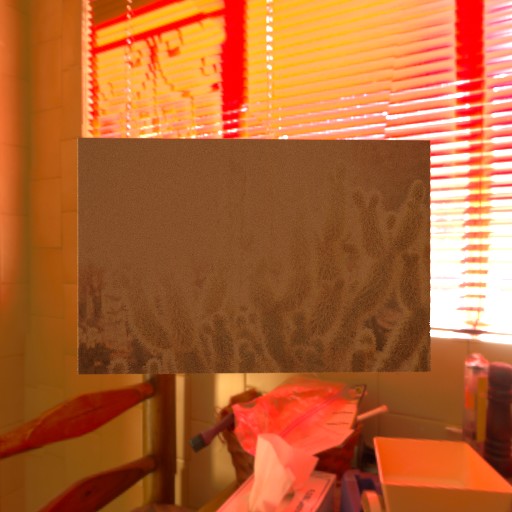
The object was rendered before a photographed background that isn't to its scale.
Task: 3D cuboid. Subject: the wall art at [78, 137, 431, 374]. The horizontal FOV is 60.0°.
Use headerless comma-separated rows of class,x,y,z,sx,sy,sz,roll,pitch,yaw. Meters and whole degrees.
wall art,0.000,0.000,1.930,1.525,1.012,0.038,0,0,-2
